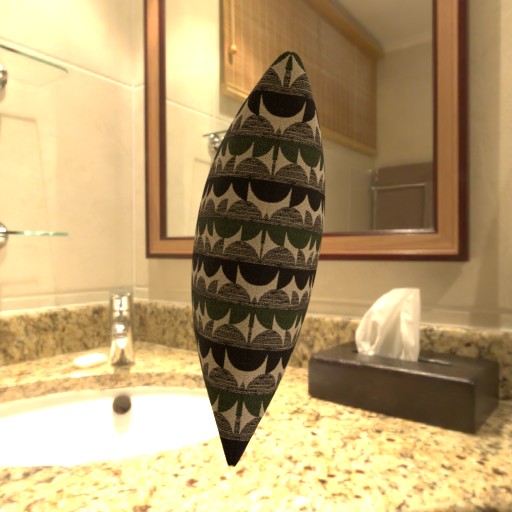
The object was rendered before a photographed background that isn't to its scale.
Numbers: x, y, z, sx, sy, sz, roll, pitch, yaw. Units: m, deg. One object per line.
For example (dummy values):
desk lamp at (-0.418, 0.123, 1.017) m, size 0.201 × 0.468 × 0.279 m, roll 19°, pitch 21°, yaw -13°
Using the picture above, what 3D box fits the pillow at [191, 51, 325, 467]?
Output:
pillow at (0.000, 0.000, 0.635) m, size 0.180 × 0.404 × 0.419 m, roll 0°, pitch 1°, yaw -2°
